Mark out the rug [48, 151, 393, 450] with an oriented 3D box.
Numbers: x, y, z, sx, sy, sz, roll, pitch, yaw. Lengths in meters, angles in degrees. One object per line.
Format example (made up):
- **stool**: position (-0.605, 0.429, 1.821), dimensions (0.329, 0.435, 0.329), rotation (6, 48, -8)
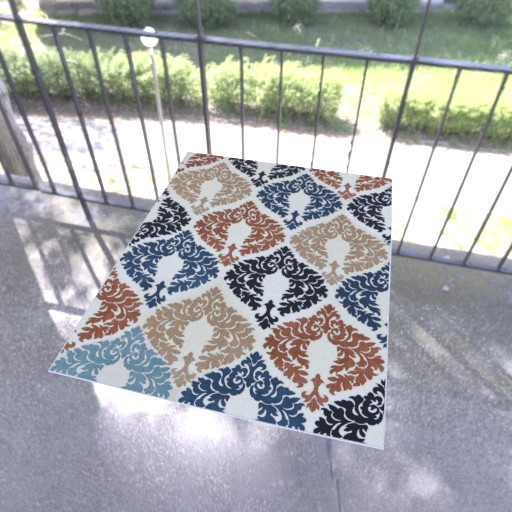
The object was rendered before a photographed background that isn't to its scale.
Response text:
- **rug**: position (0.000, 0.000, 4.078), dimensions (2.423, 0.014, 3.040), rotation (10, 46, 9)
